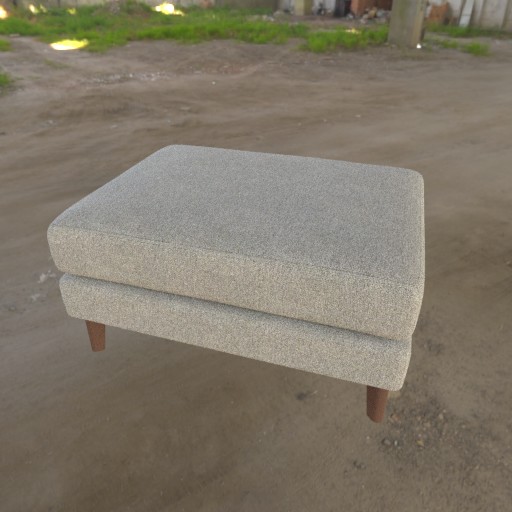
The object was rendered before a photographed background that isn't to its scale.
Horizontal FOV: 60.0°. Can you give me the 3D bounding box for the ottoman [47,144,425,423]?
[{"bbox_3d":[0.000,0.000,1.211,0.821,0.441,0.611,10,33,15],"label":"ottoman"}]
